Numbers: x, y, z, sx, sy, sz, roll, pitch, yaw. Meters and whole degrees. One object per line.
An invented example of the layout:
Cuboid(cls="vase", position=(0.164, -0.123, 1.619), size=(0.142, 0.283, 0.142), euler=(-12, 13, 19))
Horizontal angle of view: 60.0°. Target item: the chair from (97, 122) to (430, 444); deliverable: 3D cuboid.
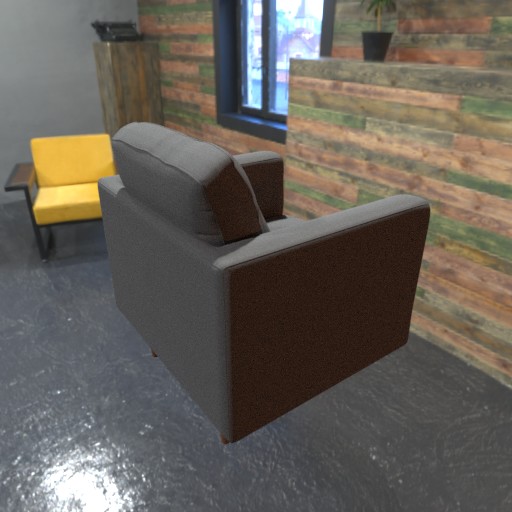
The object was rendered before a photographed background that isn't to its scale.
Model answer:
Cuboid(cls="chair", position=(0.000, 0.000, 1.568), size=(0.800, 0.927, 0.854), euler=(-18, 32, -32))
